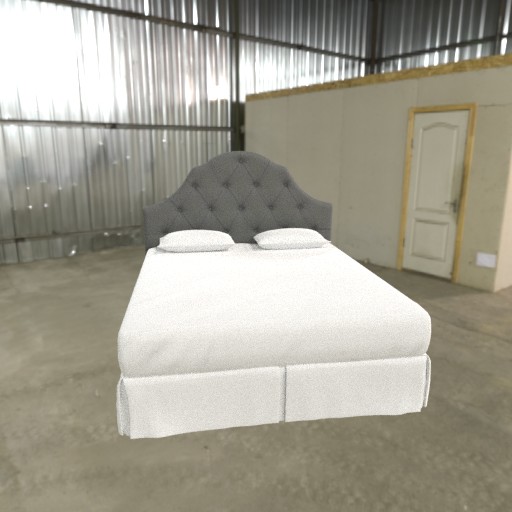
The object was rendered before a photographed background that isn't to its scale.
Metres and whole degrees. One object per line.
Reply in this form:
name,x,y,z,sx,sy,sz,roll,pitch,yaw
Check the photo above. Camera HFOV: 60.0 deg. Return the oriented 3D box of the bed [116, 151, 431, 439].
bed,0.000,0.000,3.584,2.008,1.615,2.214,-2,14,-8
